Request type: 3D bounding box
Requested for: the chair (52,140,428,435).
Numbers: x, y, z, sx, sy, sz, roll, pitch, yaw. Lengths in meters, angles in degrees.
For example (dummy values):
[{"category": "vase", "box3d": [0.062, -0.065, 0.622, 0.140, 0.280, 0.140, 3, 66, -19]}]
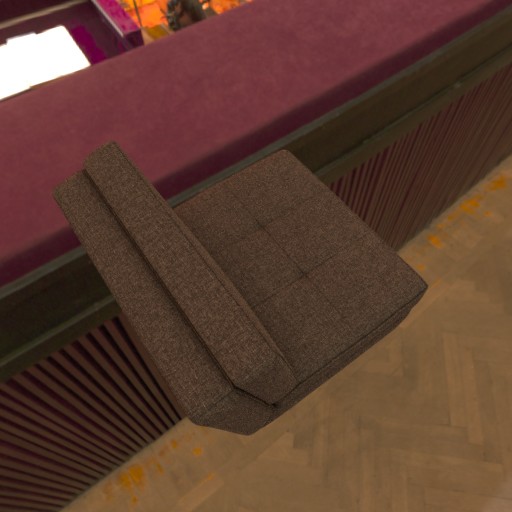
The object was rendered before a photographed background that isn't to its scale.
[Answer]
[{"category": "chair", "box3d": [0.000, 0.000, 1.305, 0.800, 0.615, 0.740, -31, 63, -18]}]
